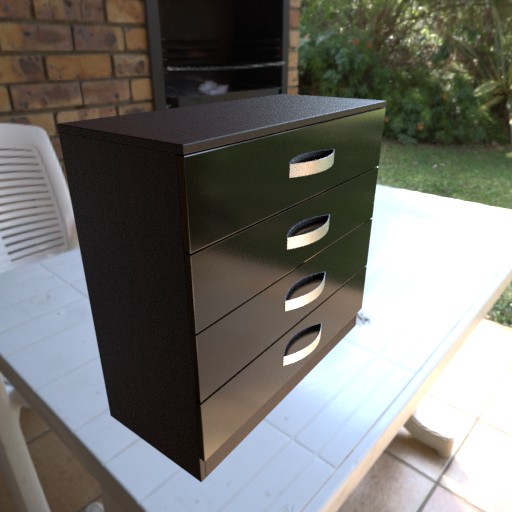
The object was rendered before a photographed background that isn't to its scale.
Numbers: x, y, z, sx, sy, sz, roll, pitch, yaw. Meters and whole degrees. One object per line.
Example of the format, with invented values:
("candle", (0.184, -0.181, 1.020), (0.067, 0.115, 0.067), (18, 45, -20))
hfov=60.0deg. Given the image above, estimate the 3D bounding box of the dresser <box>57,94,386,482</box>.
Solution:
("dresser", (0.000, 0.000, 1.147), (0.360, 0.720, 0.750), (18, 30, 33))
